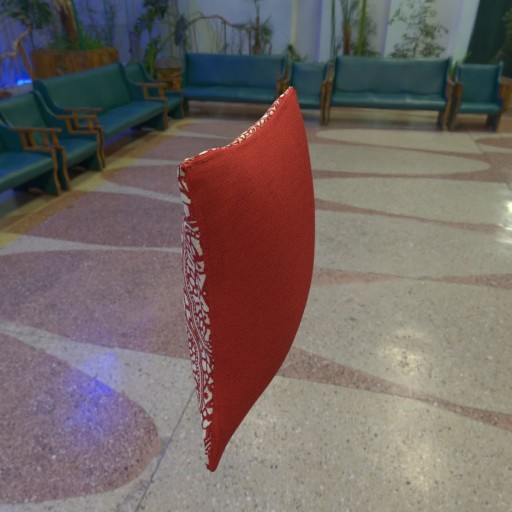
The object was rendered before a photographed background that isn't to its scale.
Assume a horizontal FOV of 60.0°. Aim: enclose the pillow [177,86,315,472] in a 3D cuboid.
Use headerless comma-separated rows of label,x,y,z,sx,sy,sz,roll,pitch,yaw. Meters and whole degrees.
pillow,0.000,0.000,0.661,0.162,0.419,0.438,8,31,14
